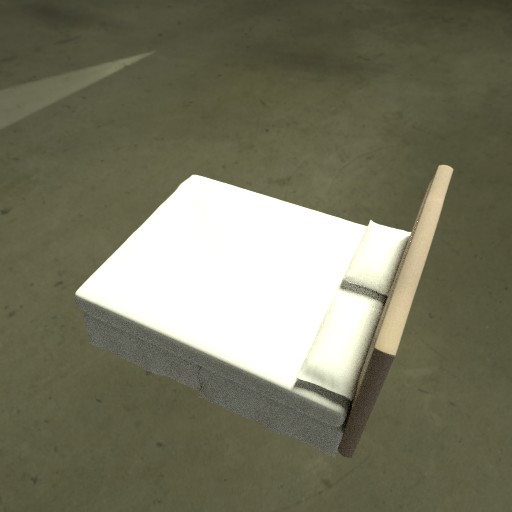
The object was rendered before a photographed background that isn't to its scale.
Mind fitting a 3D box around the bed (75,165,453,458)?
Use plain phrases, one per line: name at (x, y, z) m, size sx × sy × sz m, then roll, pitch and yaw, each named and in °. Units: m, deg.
bed at (0.000, 0.000, 3.400) m, size 2.282 × 1.436 × 1.821 m, roll 19°, pitch 49°, yaw 18°
